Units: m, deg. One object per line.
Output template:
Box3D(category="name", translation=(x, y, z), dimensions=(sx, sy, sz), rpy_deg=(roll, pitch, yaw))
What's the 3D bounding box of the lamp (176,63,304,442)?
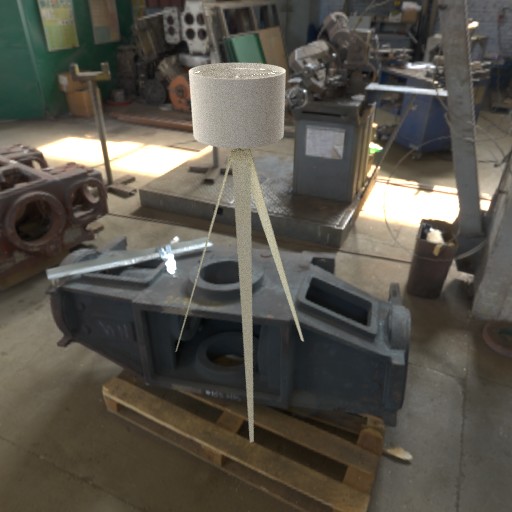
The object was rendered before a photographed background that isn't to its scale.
Box3D(category="lamp", translation=(0.000, 0.000, 1.962), dimensions=(0.724, 1.524, 0.716), rpy_deg=(-11, 33, -17))
